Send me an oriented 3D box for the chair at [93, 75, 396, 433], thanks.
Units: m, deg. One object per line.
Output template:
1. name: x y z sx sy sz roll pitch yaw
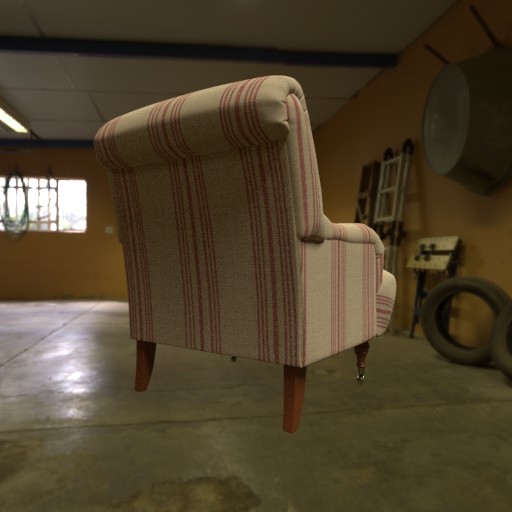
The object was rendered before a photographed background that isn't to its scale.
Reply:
1. chair: 0.000 0.000 1.890 0.933 1.123 1.058 0 0 35
